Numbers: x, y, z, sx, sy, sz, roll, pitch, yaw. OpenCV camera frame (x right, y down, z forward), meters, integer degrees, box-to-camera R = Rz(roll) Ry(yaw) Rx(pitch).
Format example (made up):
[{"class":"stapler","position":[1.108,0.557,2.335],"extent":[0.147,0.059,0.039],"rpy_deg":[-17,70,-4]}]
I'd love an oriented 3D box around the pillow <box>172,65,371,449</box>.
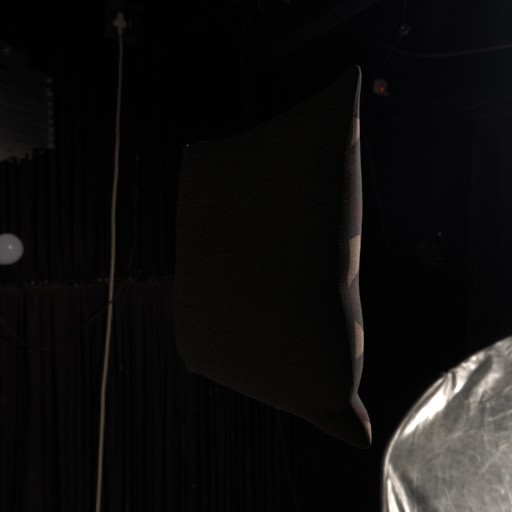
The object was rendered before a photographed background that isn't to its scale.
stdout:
[{"class":"pillow","position":[0.000,0.000,0.769],"extent":[0.208,0.496,0.503],"rpy_deg":[0,0,-36]}]
